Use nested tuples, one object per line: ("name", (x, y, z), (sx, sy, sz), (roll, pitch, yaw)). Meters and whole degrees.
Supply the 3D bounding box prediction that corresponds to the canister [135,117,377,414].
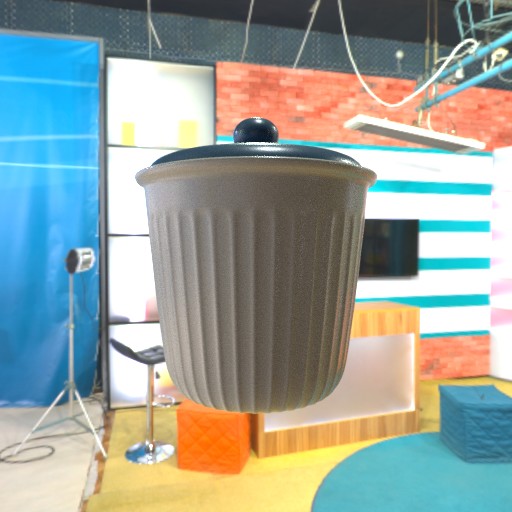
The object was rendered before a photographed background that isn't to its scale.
("canister", (0.000, 0.000, 0.343), (0.181, 0.211, 0.181), (0, 1, 0))
